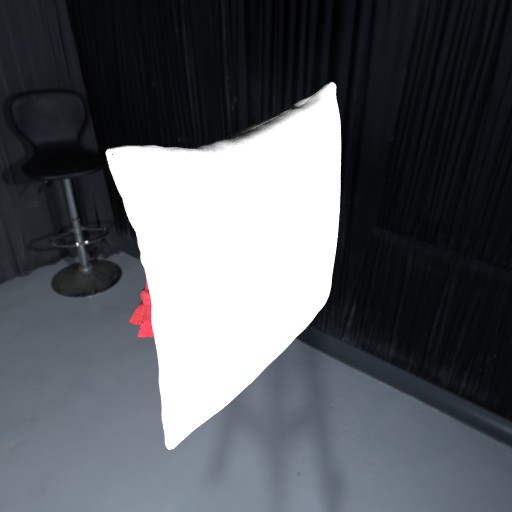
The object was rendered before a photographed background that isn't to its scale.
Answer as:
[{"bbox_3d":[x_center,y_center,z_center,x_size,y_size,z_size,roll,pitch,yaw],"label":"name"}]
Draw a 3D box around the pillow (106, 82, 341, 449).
[{"bbox_3d":[0.000,0.000,0.670,0.173,0.436,0.433,22,38,31],"label":"pillow"}]
